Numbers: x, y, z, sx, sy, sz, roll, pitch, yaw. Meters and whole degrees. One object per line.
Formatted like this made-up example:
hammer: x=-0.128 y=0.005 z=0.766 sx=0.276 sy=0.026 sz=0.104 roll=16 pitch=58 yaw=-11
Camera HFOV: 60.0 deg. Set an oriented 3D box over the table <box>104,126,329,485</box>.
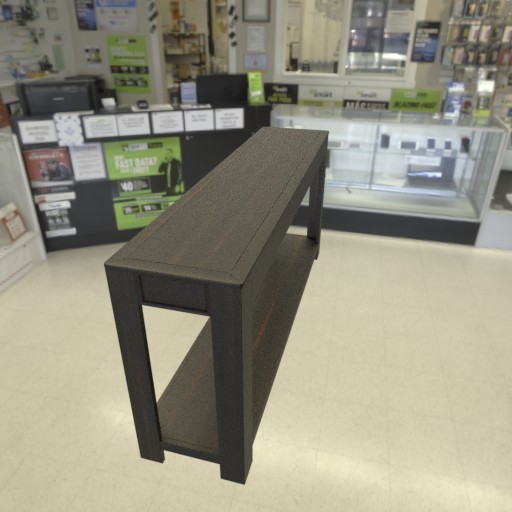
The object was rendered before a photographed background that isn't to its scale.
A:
table: x=0.000 y=0.000 z=1.971 sx=0.384 sy=0.762 sz=1.631 roll=8 pitch=30 yaw=14
